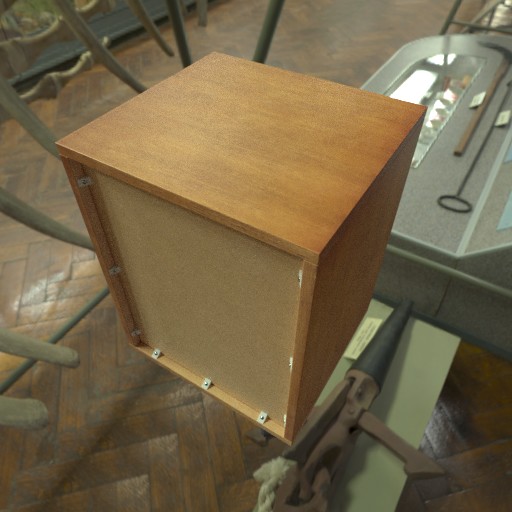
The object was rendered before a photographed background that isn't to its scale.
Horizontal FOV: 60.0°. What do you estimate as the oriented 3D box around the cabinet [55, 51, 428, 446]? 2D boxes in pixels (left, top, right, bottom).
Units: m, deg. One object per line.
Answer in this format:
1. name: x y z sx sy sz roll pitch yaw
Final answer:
1. cabinet: 0.000 0.000 0.866 0.409 0.579 0.401 24 51 22
